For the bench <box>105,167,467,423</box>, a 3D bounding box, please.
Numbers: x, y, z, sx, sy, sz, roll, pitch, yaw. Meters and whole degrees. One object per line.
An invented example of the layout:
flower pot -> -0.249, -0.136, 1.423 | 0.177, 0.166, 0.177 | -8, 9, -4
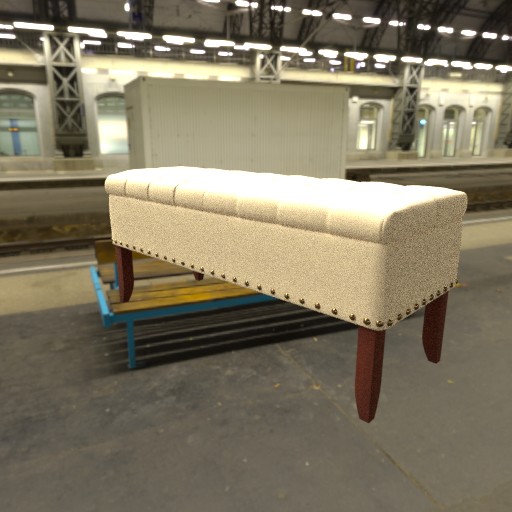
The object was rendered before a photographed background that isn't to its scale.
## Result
bench -> 0.000, 0.000, 1.325 | 1.054, 0.470, 0.400 | 14, 21, 42
